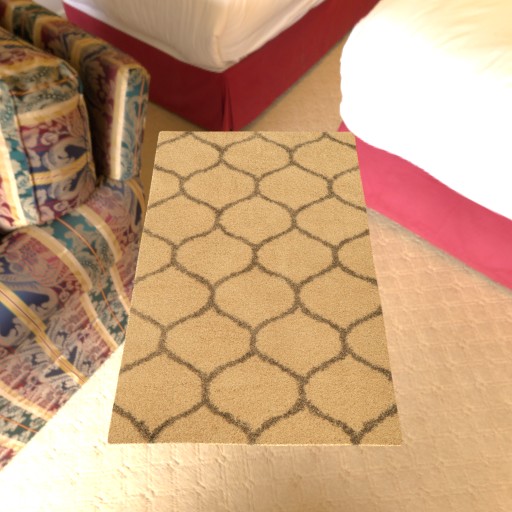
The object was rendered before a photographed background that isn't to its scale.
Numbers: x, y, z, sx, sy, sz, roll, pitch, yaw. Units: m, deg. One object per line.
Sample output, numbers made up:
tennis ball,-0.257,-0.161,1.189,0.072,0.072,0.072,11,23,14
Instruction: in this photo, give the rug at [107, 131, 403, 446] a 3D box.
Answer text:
rug,0.000,0.000,3.398,1.801,0.026,2.701,0,58,0
